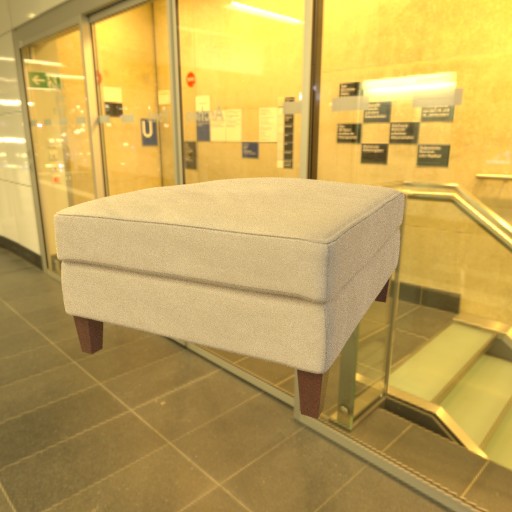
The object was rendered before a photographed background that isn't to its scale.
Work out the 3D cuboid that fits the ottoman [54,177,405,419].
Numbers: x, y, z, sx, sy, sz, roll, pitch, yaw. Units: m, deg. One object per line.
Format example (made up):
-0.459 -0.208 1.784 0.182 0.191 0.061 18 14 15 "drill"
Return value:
0.000 0.000 1.534 0.836 0.492 1.002 7 17 25 "ottoman"
